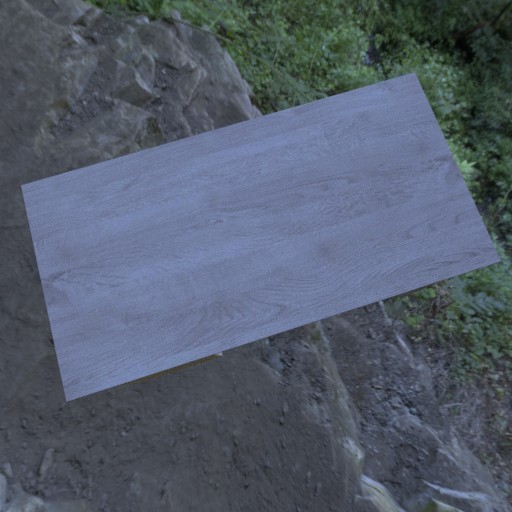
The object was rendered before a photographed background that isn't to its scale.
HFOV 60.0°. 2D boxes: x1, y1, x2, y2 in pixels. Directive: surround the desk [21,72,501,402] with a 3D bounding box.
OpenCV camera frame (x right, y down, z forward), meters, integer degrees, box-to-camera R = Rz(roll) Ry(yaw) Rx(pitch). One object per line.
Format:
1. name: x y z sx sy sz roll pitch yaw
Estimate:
1. desk: 0.000 0.000 1.479 1.097 0.735 0.560 -17 77 -4
